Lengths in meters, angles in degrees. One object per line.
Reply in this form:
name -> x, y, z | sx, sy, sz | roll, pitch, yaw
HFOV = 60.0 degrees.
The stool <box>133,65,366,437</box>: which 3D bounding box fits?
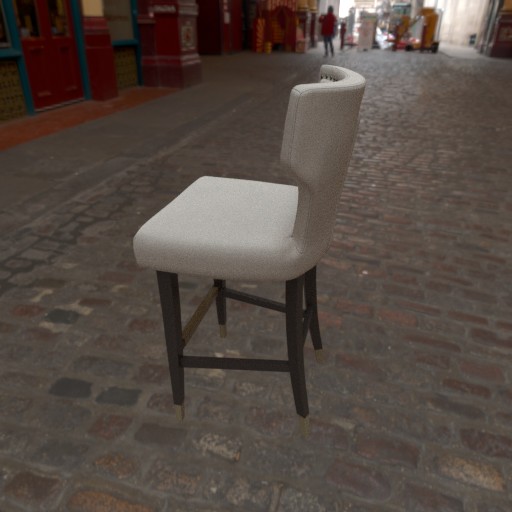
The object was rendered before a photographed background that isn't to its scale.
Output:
stool -> 0.000, 0.000, 1.411 | 0.563, 1.092, 0.526 | 7, 29, 13
